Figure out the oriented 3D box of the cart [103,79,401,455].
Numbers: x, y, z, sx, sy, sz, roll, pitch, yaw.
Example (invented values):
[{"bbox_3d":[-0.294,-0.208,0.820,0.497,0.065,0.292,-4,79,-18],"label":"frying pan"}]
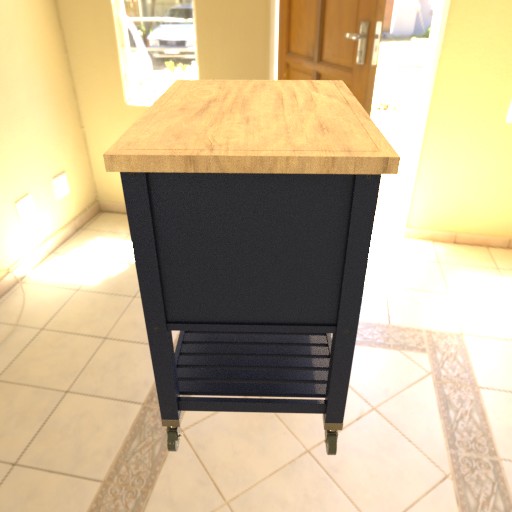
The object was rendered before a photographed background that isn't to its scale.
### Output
[{"bbox_3d":[0.000,0.000,1.412,0.567,0.920,0.797,1,31,1],"label":"cart"}]
